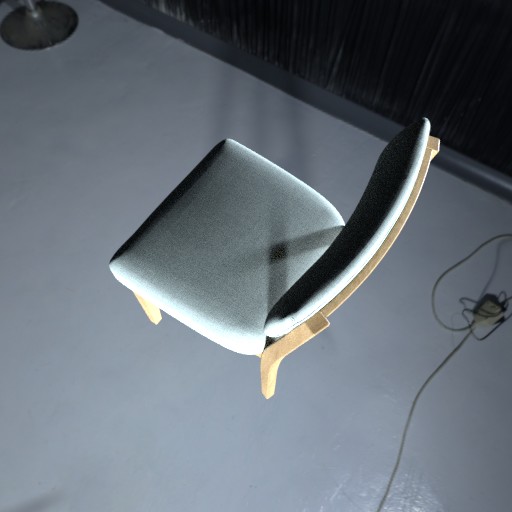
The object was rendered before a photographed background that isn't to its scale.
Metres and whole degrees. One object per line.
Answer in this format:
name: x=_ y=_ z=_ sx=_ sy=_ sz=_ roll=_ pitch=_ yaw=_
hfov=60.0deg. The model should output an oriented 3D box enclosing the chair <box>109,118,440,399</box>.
chair: x=0.000 y=0.000 z=1.151 sx=0.572 sy=0.832 sz=0.508 roll=31 pitch=67 yaw=15
